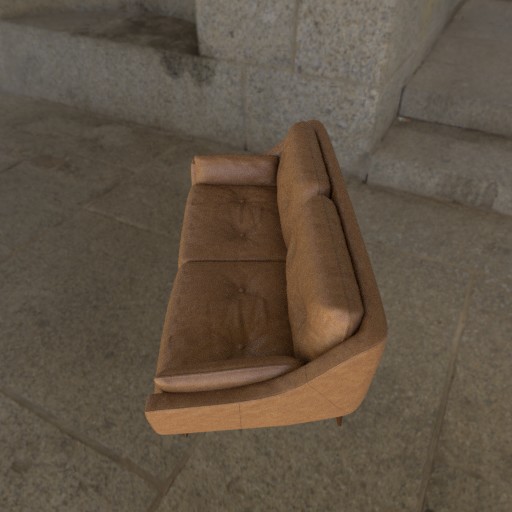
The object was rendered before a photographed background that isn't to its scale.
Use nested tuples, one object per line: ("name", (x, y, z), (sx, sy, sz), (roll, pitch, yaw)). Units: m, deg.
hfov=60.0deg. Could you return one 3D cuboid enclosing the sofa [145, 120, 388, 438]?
("sofa", (0.000, 0.000, 2.378), (0.904, 0.839, 1.902), (-1, 40, -1))
